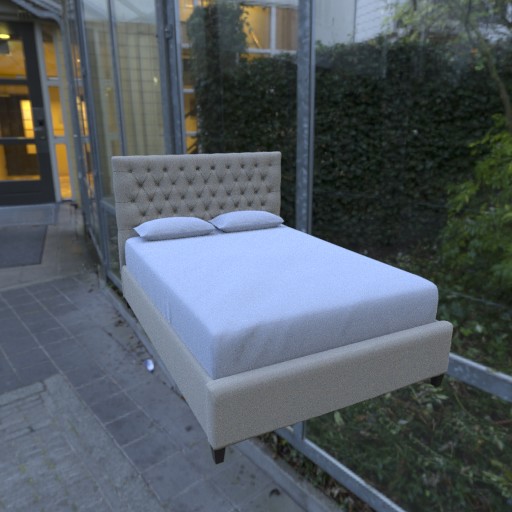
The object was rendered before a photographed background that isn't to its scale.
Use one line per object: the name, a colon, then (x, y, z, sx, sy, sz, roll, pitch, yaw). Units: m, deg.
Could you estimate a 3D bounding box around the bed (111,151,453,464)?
bed: (0.000, 0.000, 3.436, 1.698, 1.427, 2.387, -8, 18, -25)
